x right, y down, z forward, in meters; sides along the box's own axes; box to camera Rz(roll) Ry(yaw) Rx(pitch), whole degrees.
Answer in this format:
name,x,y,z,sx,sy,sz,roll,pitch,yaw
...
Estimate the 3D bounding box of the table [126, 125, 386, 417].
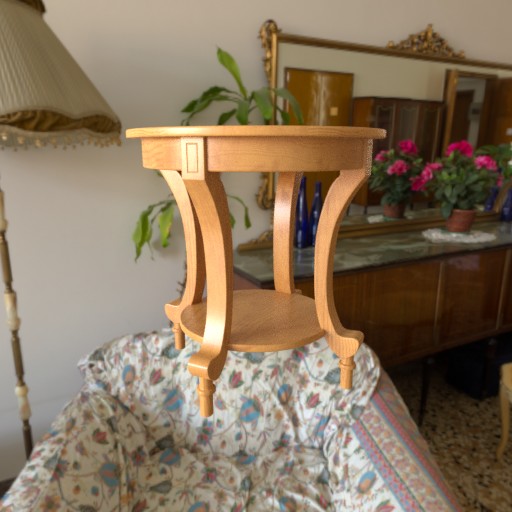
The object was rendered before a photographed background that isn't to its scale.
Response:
name,x,y,z,sx,sy,sz,roll,pitch,yaw
table,0.000,0.000,1.129,0.597,0.612,0.597,0,14,0
